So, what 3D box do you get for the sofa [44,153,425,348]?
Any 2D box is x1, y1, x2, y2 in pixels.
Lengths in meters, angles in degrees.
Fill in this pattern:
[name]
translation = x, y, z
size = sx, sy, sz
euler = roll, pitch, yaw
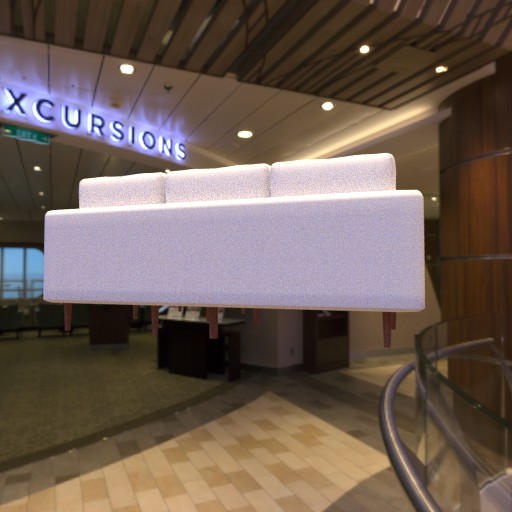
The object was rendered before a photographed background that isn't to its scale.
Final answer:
[sofa]
translation = 0.000, 0.000, 2.912
size = 2.029, 0.899, 1.580
euler = -1, -2, 19
